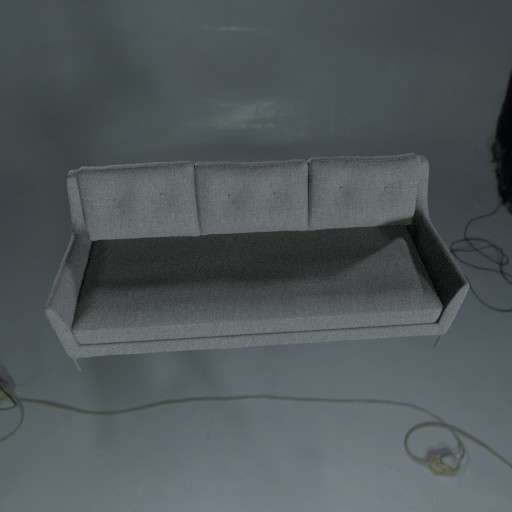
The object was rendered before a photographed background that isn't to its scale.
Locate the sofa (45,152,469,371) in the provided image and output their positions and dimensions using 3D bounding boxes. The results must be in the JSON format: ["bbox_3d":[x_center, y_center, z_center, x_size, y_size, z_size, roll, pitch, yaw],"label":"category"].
[{"bbox_3d":[0.000,0.000,2.471,2.060,0.837,0.849,-3,45,-3],"label":"sofa"}]
